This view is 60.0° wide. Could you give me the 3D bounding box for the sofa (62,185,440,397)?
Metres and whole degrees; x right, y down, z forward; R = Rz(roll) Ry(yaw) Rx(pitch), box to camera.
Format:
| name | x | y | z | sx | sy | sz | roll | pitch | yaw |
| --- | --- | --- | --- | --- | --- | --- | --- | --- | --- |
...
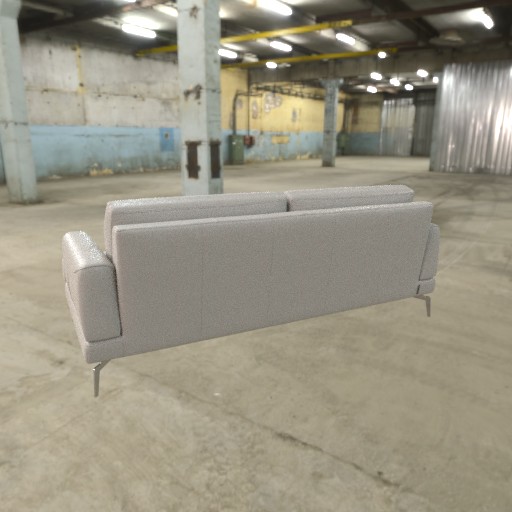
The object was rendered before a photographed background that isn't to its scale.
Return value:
| name | x | y | z | sx | sy | sz | roll | pitch | yaw |
| --- | --- | --- | --- | --- | --- | --- | --- | --- | --- |
| sofa | 0.000 | 0.000 | 2.454 | 1.940 | 0.765 | 0.974 | -7 | 16 | -26 |
